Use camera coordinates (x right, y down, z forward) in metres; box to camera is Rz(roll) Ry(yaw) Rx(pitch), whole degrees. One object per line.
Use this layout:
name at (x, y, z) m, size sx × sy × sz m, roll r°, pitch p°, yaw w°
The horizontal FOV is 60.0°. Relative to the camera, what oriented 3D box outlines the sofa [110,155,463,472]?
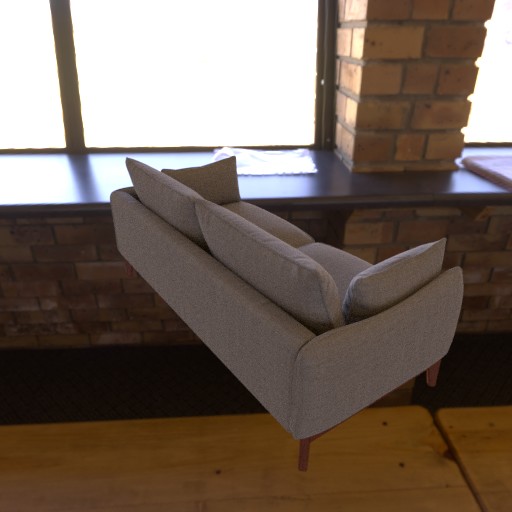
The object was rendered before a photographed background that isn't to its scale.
sofa at (0.000, 0.000, 2.450) m, size 0.972 × 0.851 × 1.989 m, roll -18°, pitch 32°, yaw -31°
